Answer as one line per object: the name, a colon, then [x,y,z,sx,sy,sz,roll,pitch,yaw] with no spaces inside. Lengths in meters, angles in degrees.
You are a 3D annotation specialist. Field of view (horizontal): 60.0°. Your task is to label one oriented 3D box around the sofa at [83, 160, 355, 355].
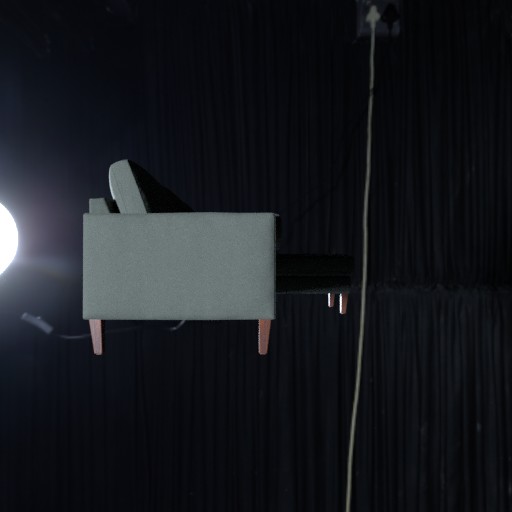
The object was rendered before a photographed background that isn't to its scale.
sofa: [0.000,0.000,2.973,1.506,0.876,2.178,0,-1,0]
